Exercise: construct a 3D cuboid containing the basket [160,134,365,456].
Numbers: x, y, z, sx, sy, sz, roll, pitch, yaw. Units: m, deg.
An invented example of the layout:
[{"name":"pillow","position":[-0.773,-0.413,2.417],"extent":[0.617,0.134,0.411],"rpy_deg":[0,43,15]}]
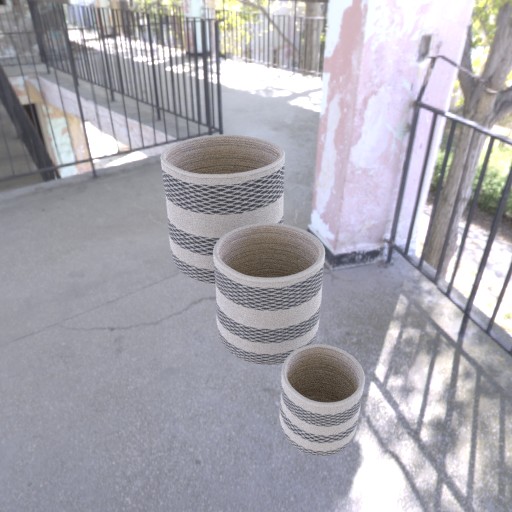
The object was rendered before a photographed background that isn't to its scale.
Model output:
[{"name":"basket","position":[0.000,0.000,1.107],"extent":[0.351,0.356,0.917],"rpy_deg":[-10,33,-16]}]
